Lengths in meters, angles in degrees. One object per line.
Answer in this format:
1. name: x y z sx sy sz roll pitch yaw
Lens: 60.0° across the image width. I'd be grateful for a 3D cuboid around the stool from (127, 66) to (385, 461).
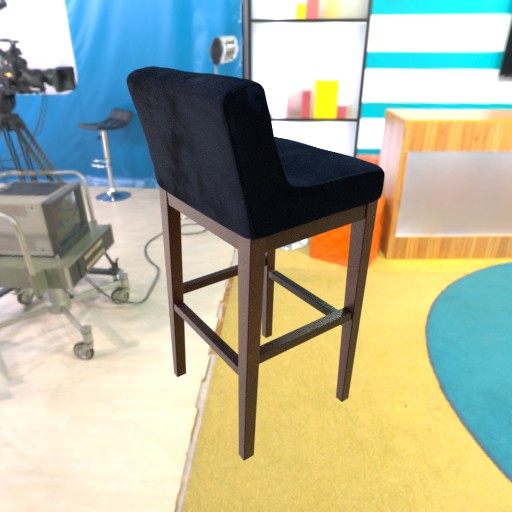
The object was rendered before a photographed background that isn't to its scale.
1. stool: 0.000 0.000 1.324 0.500 1.037 0.511 -18 32 -31
